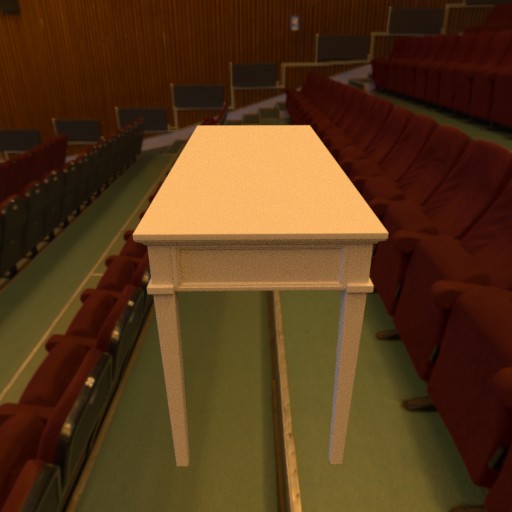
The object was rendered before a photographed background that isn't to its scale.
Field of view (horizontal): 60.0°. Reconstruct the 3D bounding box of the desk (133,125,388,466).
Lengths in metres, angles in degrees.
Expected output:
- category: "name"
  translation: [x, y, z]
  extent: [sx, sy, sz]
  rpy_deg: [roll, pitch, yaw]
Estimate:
- category: "desk"
  translation: [0.000, 0.000, 1.751]
  extent: [0.559, 0.774, 1.372]
  rpy_deg: [0, 26, -1]
